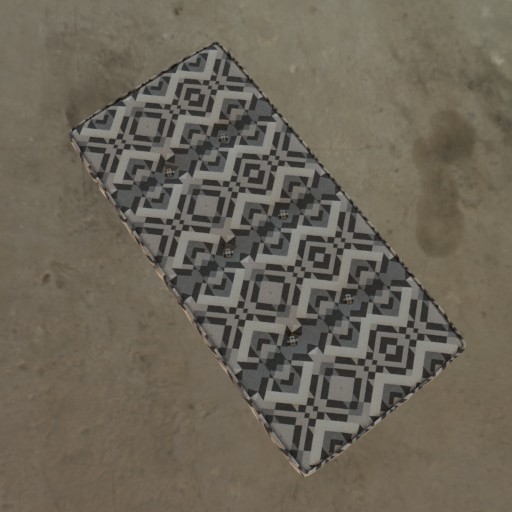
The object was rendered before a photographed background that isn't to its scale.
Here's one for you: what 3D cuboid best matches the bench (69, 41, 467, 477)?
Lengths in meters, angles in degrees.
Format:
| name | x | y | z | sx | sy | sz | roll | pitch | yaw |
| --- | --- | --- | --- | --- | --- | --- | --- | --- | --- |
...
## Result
| name | x | y | z | sx | sy | sz | roll | pitch | yaw |
| --- | --- | --- | --- | --- | --- | --- | --- | --- | --- |
| bench | 0.000 | 0.000 | 1.275 | 0.492 | 0.477 | 1.016 | -35 | 79 | -8 |
